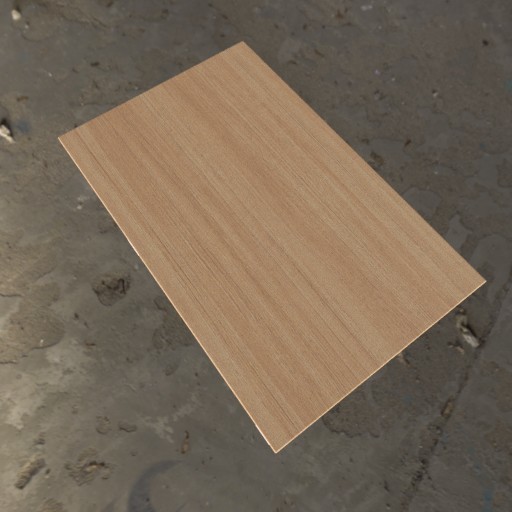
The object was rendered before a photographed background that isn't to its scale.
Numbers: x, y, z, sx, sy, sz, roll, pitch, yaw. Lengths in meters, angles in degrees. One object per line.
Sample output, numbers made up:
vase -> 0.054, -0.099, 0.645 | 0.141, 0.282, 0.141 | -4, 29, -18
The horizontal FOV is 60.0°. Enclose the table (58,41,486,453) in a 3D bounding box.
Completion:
table -> 0.000, 0.000, 1.598 | 0.700, 0.734, 1.100 | -34, 70, -14
